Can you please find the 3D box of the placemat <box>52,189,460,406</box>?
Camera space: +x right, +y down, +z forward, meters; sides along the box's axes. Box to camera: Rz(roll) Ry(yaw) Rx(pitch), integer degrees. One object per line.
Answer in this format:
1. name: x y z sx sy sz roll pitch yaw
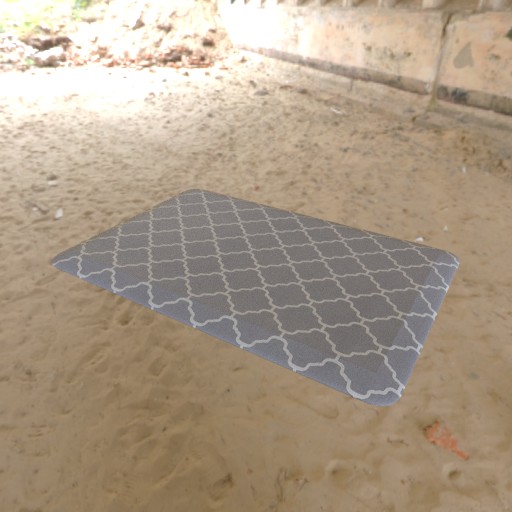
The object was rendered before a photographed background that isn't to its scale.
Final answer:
1. placemat: 0.000 0.000 0.965 0.762 0.021 0.508 18 35 27
